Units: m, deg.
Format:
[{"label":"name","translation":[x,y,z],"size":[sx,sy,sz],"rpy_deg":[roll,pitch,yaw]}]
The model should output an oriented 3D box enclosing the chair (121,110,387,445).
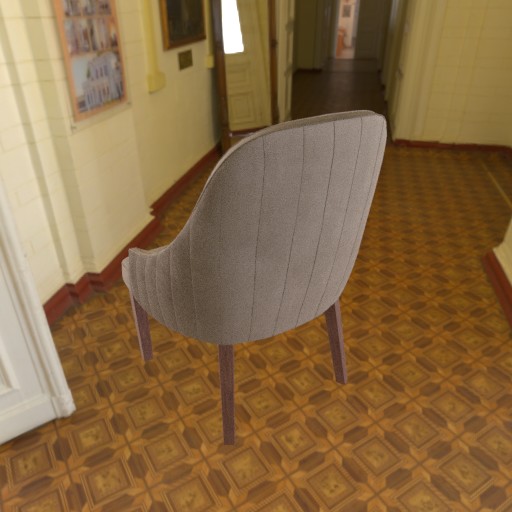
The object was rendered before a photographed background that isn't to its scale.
[{"label":"chair","translation":[0.000,0.000,1.272],"size":[0.643,0.889,0.575],"rpy_deg":[-18,34,-28]}]
